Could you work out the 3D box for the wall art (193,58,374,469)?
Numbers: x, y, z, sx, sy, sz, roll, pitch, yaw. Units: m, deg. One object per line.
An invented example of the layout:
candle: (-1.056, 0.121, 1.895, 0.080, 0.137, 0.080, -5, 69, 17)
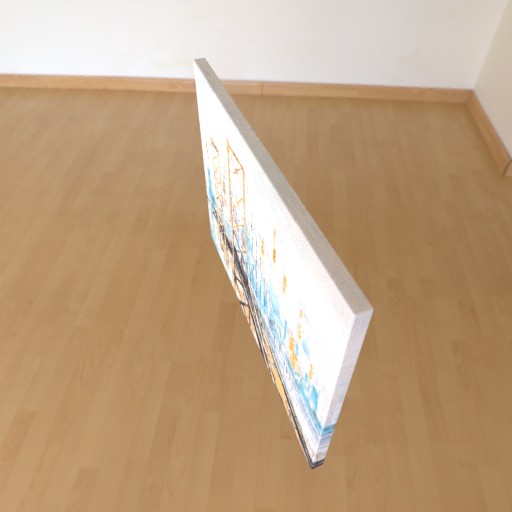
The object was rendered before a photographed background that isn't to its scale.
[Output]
wall art: (0.000, 0.000, 1.318, 0.038, 0.762, 1.016, -15, 49, -14)
